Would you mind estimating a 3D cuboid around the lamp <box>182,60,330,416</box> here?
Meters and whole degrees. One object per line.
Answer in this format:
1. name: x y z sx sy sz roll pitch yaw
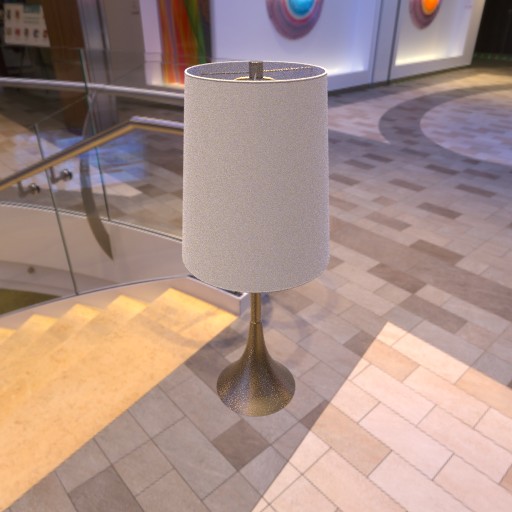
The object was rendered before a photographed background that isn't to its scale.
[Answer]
1. lamp: 0.000 0.000 0.704 0.231 0.569 0.231 0 30 0
